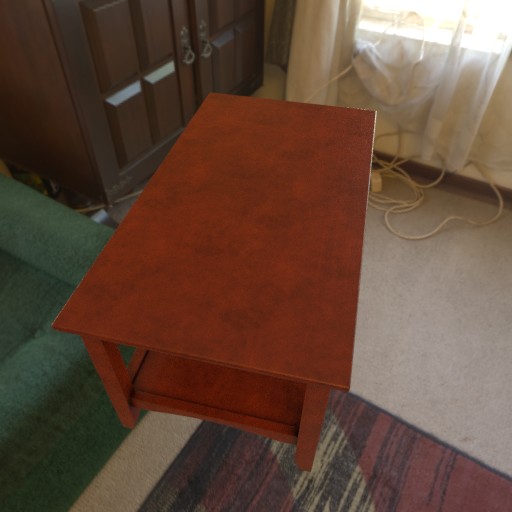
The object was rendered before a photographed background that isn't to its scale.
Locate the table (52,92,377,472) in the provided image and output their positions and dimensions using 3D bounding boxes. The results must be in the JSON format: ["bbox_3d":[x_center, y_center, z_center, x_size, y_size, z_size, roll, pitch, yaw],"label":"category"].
[{"bbox_3d":[0.000,0.000,1.233,0.533,0.456,0.943,10,46,9],"label":"table"}]
